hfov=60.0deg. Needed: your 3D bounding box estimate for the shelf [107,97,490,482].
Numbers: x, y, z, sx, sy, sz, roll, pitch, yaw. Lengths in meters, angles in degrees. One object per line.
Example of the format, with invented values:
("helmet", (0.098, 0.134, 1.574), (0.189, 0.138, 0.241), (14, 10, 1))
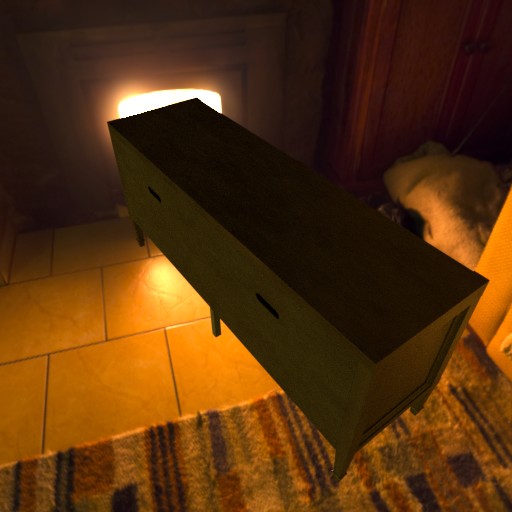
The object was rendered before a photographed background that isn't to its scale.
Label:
("shelf", (0.000, 0.000, 1.839), (0.479, 0.719, 1.575), (-26, 48, -26))
